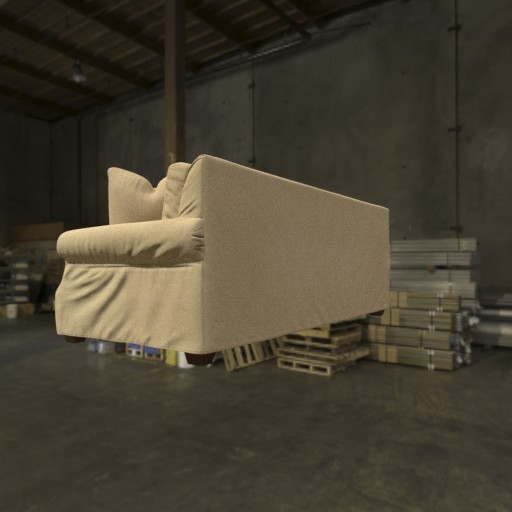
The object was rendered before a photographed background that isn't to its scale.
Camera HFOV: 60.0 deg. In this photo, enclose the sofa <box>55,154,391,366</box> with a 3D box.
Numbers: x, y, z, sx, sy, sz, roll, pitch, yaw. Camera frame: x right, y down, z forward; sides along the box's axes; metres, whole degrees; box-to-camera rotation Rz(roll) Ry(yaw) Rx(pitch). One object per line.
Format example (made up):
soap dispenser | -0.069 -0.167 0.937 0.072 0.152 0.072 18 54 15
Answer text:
sofa | 0.000 0.000 2.870 1.067 0.904 2.285 -1 -1 35
